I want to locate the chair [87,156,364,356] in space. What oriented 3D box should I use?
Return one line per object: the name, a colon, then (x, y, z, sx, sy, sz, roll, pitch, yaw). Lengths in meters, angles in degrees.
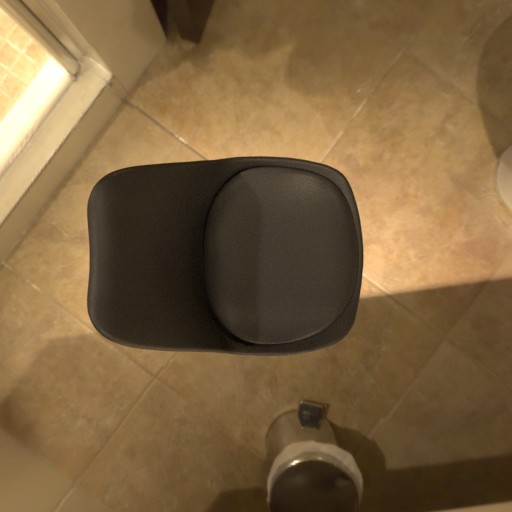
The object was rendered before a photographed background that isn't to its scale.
chair: (0.000, 0.000, 1.149, 0.550, 0.850, 0.485, 0, 90, 1)
